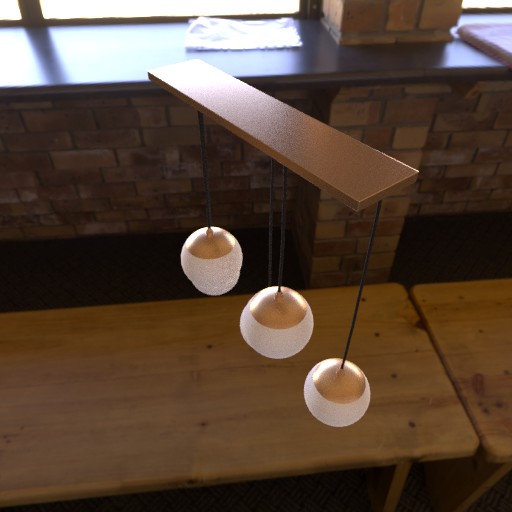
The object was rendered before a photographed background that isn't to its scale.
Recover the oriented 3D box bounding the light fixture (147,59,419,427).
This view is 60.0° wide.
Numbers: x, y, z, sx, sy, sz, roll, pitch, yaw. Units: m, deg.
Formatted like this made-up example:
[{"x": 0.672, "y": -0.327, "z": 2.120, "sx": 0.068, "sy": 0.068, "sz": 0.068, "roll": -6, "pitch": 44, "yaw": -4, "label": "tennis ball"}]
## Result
[{"x": 0.000, "y": 0.000, "z": 1.283, "sx": 0.299, "sy": 0.869, "sz": 0.863, "roll": -27, "pitch": 48, "yaw": -27, "label": "light fixture"}]
